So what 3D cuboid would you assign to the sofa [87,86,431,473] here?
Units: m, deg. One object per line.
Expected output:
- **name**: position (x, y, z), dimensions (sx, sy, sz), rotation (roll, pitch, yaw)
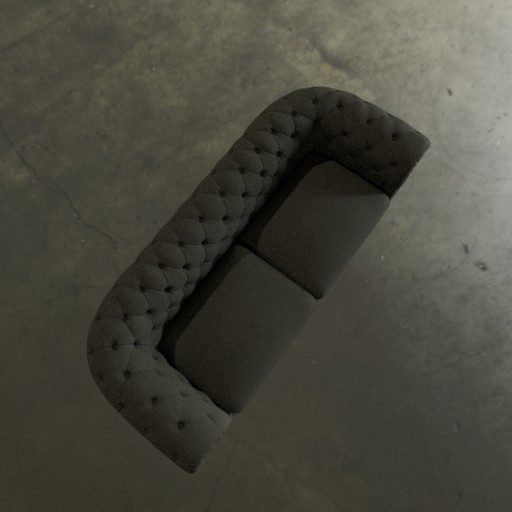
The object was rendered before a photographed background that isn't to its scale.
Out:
- **sofa**: position (0.000, 0.000, 2.806), dimensions (0.991, 0.762, 2.362), rotation (36, 77, 9)
